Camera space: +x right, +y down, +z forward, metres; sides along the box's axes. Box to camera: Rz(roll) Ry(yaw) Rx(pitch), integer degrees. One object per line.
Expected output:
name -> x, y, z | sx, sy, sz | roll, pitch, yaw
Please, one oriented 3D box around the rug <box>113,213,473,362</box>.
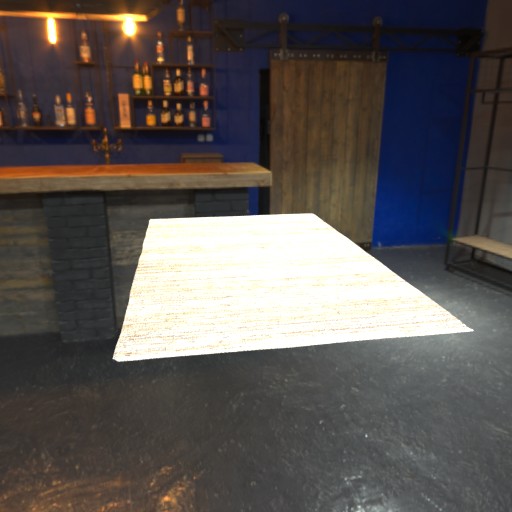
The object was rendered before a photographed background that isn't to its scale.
rug -> 0.000, 0.000, 2.961 | 1.529, 0.009, 2.446 | -3, 18, -9
